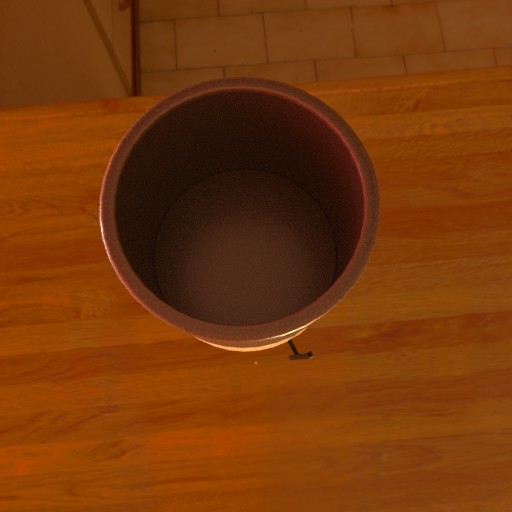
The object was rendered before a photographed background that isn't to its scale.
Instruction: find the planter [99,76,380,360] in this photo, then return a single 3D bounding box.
[{"bbox_3d":[0.000,0.000,0.533,0.250,0.353,0.260,-34,79,-8],"label":"planter"}]
